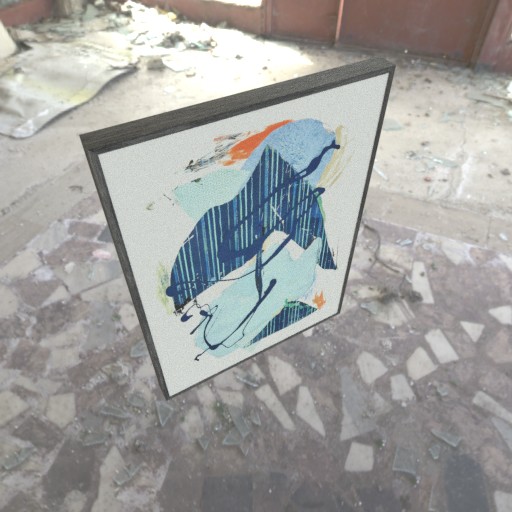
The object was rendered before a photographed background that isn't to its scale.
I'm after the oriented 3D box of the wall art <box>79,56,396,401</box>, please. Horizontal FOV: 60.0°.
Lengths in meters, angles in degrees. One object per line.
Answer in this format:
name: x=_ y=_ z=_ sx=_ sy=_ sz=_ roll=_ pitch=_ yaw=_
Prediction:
wall art: x=0.000 y=0.000 z=1.343 sx=0.762 sy=1.016 sz=0.063 roll=-23 pitch=50 yaw=-20
